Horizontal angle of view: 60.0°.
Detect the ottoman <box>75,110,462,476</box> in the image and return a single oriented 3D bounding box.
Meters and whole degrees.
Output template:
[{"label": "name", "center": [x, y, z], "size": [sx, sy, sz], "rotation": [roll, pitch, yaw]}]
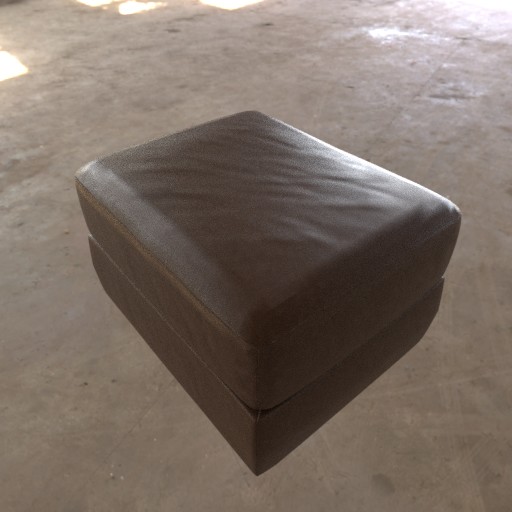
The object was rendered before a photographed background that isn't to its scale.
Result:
[{"label": "ottoman", "center": [0.000, 0.000, 1.118], "size": [0.603, 0.476, 0.751], "rotation": [-28, 47, -30]}]
